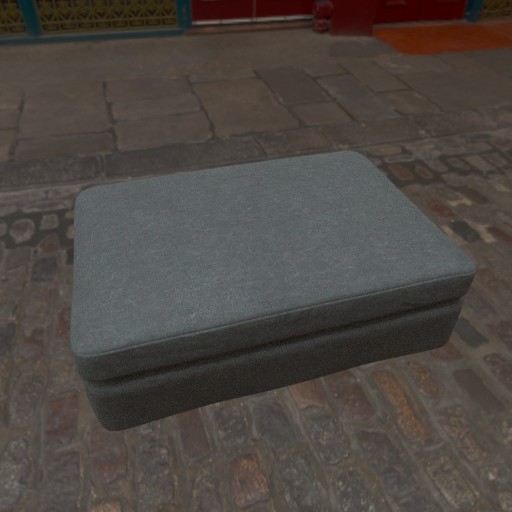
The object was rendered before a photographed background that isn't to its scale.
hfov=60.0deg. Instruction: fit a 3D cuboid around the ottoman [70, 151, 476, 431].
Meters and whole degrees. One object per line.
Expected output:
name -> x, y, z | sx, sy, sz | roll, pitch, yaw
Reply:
ottoman -> 0.000, 0.000, 1.573 | 1.199, 0.429, 0.840 | -11, 41, -12
